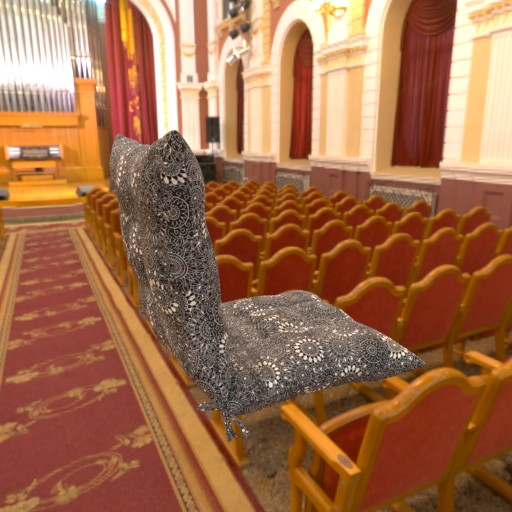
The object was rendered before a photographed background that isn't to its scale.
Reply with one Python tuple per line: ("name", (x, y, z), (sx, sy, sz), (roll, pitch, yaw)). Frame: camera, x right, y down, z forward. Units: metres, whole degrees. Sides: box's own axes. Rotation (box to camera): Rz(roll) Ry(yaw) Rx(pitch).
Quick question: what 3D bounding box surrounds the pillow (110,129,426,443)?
("pillow", (0.000, 0.000, 1.001), (0.585, 0.536, 0.541), (-7, 16, -24))
